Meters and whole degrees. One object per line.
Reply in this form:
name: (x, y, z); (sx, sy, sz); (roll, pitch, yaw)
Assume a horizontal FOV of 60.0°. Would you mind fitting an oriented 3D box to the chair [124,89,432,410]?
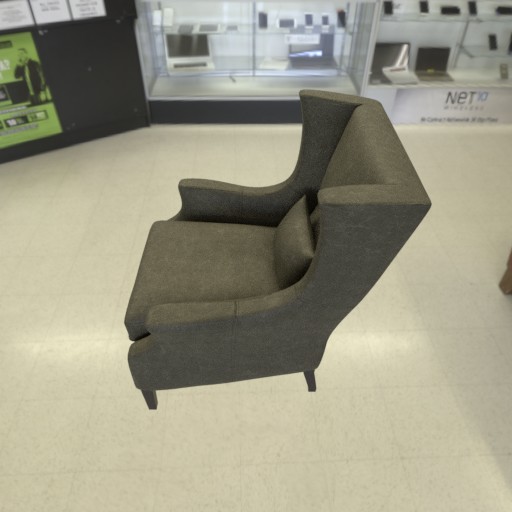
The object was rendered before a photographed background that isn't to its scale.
chair: (0.000, 0.000, 1.712); (0.926, 1.016, 0.853); (0, 42, 0)
